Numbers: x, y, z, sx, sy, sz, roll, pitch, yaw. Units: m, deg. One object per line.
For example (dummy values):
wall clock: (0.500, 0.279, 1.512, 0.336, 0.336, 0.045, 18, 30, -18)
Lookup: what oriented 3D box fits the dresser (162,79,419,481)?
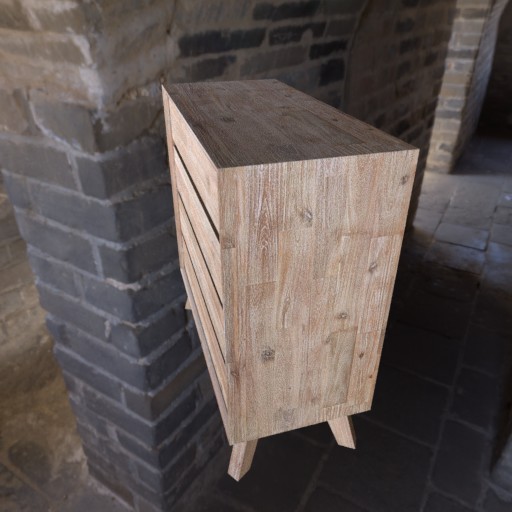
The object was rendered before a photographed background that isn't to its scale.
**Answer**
dresser: (0.000, 0.000, 1.590, 0.455, 1.029, 0.998, -9, 31, -14)
